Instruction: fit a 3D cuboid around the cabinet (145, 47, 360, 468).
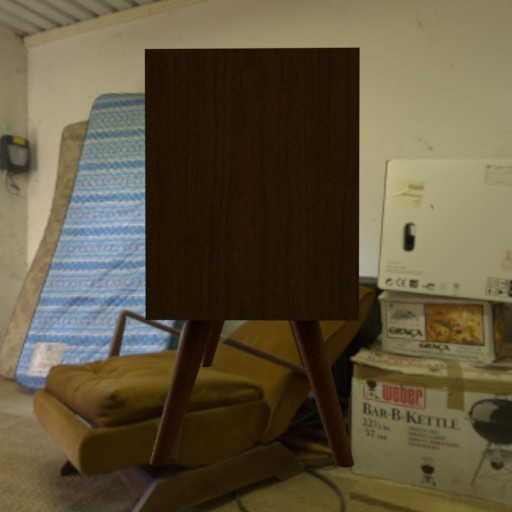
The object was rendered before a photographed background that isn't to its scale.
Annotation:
[{"bbox_3d":[0.000,0.000,1.147,0.388,0.748,0.712,0,1,1],"label":"cabinet"}]
